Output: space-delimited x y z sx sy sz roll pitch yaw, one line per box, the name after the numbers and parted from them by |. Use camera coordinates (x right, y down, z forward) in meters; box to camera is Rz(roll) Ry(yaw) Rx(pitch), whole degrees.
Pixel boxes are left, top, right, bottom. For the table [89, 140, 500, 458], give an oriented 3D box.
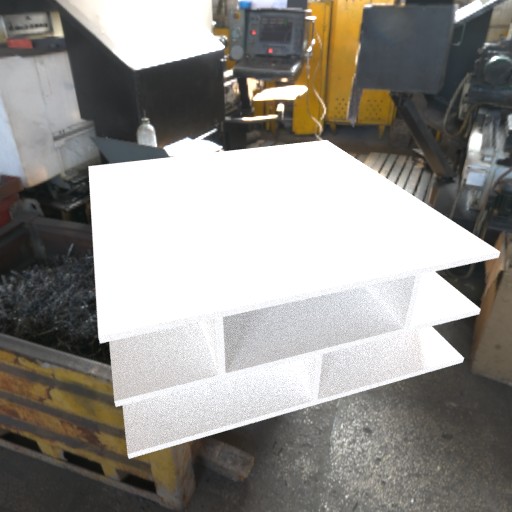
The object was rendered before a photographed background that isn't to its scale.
0.000 0.000 1.067 0.700 0.289 0.700 -10 33 -16 | table
